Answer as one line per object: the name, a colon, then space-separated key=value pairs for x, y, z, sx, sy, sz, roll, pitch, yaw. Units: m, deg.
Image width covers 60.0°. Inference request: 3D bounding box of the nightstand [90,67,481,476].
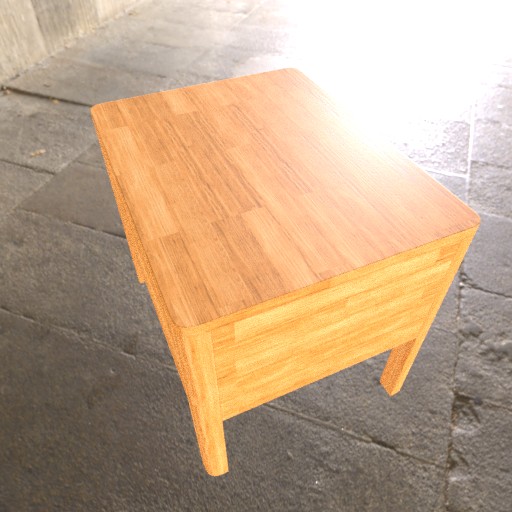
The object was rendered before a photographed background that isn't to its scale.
nightstand: x=0.000 y=0.000 z=0.887 sx=0.440 sy=0.470 sz=0.560 roll=-18 pitch=48 yaw=-17
